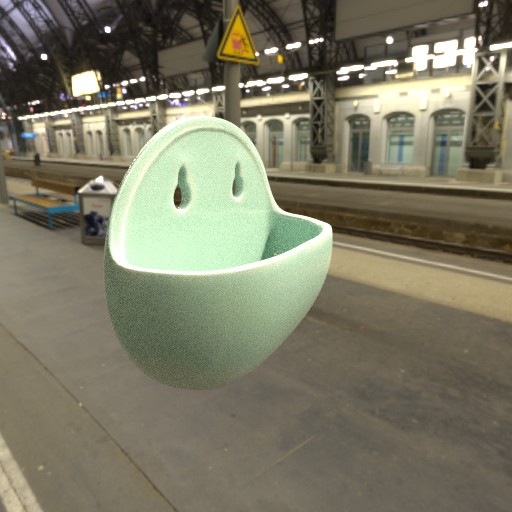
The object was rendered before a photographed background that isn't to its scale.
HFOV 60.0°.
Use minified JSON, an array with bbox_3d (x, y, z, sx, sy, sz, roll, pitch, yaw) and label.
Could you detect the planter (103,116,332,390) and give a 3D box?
[{"bbox_3d":[0.000,0.000,0.269,0.073,0.164,0.189,7,15,25],"label":"planter"}]
